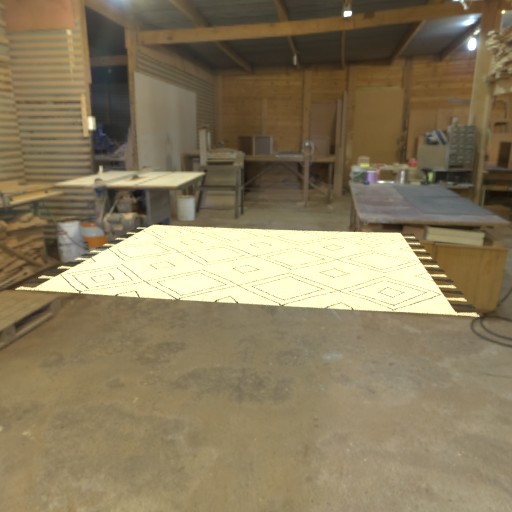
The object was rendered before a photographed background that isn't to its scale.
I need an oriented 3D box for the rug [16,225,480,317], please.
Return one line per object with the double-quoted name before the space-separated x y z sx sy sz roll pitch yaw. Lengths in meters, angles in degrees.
"rug" 0.000 0.000 4.109 3.221 0.026 2.342 2 16 9
